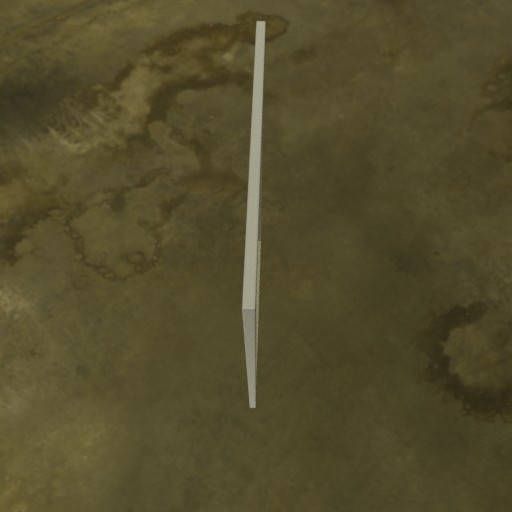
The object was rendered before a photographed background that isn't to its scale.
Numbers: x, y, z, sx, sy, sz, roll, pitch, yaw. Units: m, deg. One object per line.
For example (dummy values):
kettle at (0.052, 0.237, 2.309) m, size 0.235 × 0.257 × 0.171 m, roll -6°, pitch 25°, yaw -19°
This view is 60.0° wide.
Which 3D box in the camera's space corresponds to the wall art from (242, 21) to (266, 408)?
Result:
wall art at (0.000, 0.000, 0.691) m, size 0.012 × 0.529 × 0.374 m, roll 2°, pitch 63°, yaw 1°
